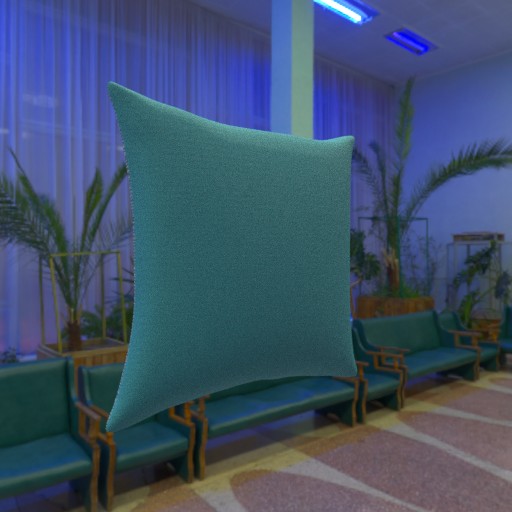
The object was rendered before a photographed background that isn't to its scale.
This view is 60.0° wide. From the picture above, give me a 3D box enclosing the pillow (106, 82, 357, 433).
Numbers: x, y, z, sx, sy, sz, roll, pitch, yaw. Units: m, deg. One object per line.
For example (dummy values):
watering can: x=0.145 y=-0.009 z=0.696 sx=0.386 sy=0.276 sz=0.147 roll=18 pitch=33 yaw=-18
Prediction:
pillow: x=0.000 y=0.000 z=0.770 sx=0.514 sy=0.497 sz=0.150 roll=0 pitch=-1 yaw=-36
